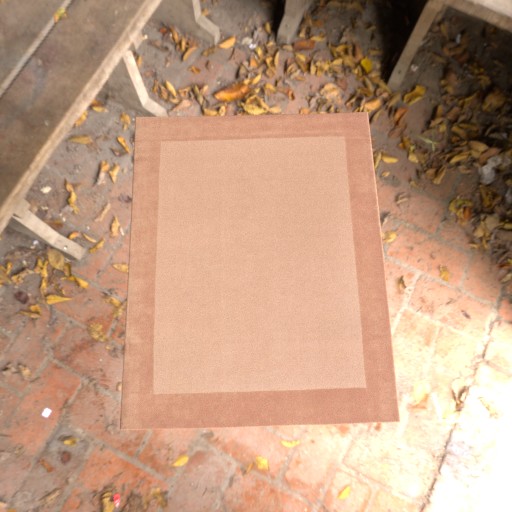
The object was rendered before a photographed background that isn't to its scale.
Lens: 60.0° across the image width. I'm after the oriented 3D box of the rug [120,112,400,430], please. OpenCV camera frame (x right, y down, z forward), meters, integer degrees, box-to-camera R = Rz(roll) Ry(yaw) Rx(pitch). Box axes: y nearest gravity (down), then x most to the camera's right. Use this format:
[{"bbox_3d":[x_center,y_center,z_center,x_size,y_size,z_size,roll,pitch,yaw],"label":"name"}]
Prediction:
[{"bbox_3d":[0.000,0.000,4.222,2.431,0.021,3.057,-1,75,0],"label":"rug"}]
